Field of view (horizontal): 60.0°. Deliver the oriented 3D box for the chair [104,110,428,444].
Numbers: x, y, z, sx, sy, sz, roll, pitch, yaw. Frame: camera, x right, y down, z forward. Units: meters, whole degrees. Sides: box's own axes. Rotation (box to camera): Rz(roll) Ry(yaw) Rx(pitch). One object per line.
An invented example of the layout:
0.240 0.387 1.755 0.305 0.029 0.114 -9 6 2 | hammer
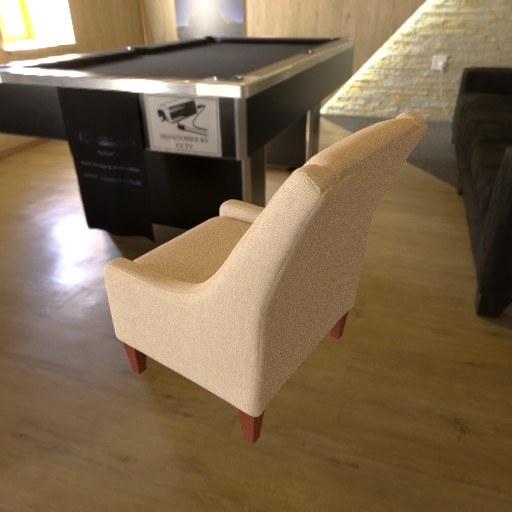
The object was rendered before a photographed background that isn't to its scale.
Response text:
0.000 0.000 1.639 0.870 1.014 0.774 19 35 30 | chair
